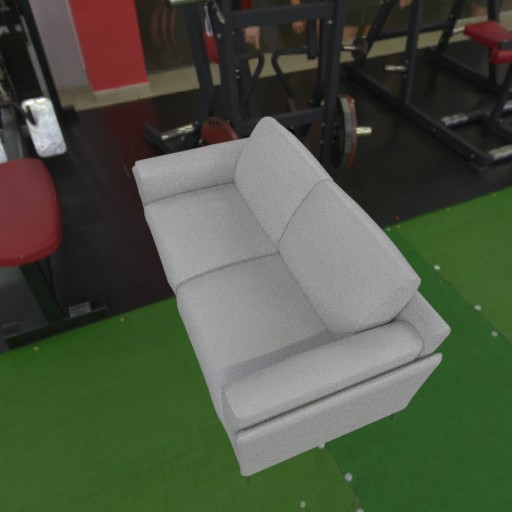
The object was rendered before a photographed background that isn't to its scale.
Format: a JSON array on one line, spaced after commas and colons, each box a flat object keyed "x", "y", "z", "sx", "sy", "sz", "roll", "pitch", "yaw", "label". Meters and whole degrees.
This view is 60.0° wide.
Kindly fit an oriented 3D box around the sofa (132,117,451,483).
[{"x": 0.000, "y": 0.000, "z": 2.642, "sx": 1.049, "sy": 0.930, "sz": 2.101, "roll": -16, "pitch": 47, "yaw": -16, "label": "sofa"}]
